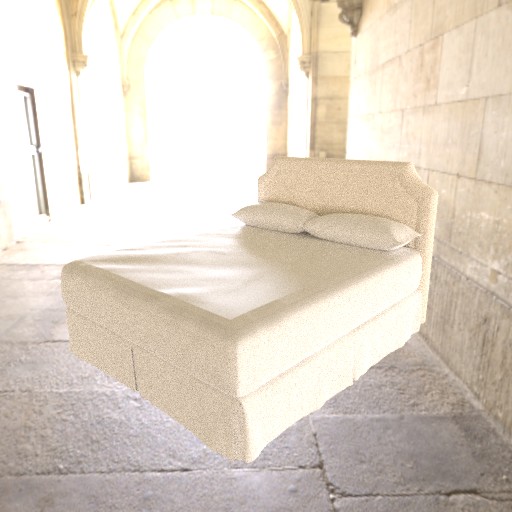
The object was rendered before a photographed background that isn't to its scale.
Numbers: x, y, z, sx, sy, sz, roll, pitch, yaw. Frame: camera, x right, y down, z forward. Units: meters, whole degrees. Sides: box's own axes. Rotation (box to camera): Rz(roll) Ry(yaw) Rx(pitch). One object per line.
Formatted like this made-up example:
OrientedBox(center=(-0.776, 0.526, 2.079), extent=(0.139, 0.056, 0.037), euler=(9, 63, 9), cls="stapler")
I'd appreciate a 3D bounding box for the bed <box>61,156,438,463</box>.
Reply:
OrientedBox(center=(0.000, 0.000, 3.786), extent=(2.134, 1.524, 2.548), euler=(14, 21, 40), cls="bed")
